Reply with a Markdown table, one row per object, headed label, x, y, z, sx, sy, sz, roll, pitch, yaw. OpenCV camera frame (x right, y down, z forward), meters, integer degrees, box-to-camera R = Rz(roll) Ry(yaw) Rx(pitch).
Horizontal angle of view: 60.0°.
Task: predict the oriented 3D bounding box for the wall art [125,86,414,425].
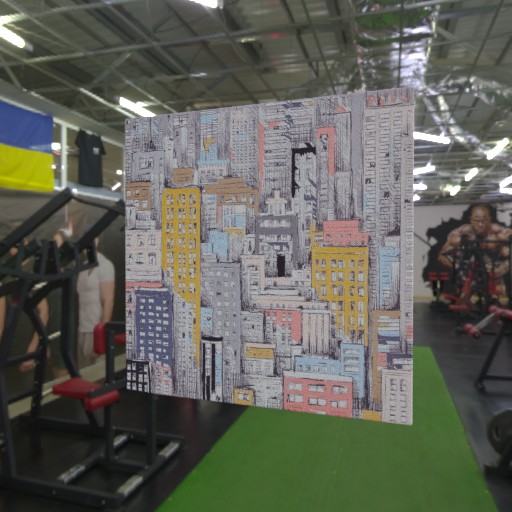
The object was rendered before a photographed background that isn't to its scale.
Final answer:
| label | x | y | z | sx | sy | sz | roll | pitch | yaw |
| --- | --- | --- | --- | --- | --- | --- | --- | --- | --- |
| wall art | 0.000 | 0.000 | 1.138 | 0.761 | 0.762 | 0.048 | 0 | 1 | 19 |
